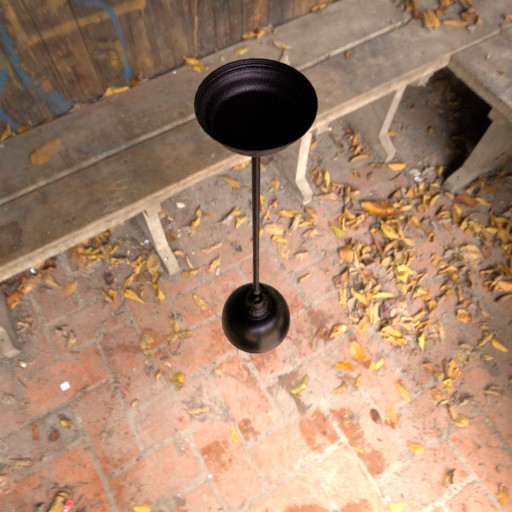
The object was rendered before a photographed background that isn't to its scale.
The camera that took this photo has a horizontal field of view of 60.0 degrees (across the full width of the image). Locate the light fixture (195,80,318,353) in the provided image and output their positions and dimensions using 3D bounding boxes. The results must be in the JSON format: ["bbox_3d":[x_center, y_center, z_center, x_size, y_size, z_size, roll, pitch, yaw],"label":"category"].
[{"bbox_3d":[0.000,0.000,0.830,0.182,0.768,0.182,28,67,13],"label":"light fixture"}]
